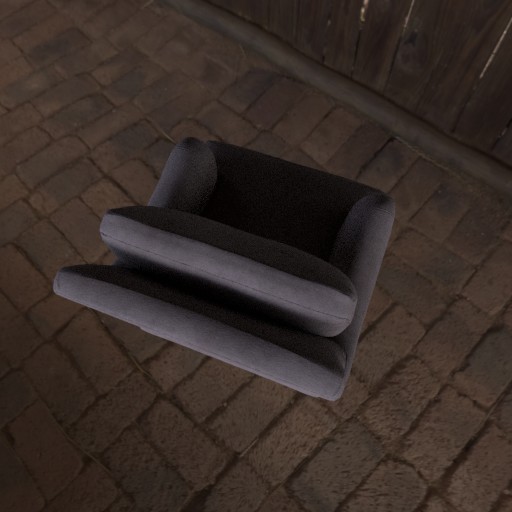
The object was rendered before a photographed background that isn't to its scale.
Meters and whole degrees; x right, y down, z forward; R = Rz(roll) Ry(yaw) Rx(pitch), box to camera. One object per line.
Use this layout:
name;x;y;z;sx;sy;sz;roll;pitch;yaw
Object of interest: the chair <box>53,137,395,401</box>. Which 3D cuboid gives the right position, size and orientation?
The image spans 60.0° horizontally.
chair;0.000;0.000;1.826;0.955;0.997;1.070;19;64;10
